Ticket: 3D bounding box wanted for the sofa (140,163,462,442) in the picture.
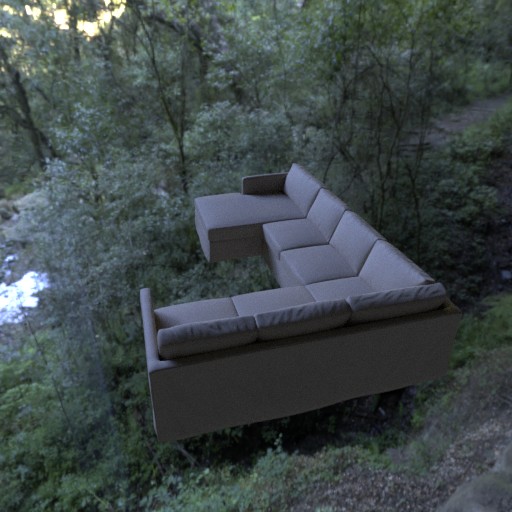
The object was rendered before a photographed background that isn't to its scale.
[{"bbox_3d":[0.000,0.000,4.738,2.476,0.878,3.528,-8,31,-14],"label":"sofa"}]
